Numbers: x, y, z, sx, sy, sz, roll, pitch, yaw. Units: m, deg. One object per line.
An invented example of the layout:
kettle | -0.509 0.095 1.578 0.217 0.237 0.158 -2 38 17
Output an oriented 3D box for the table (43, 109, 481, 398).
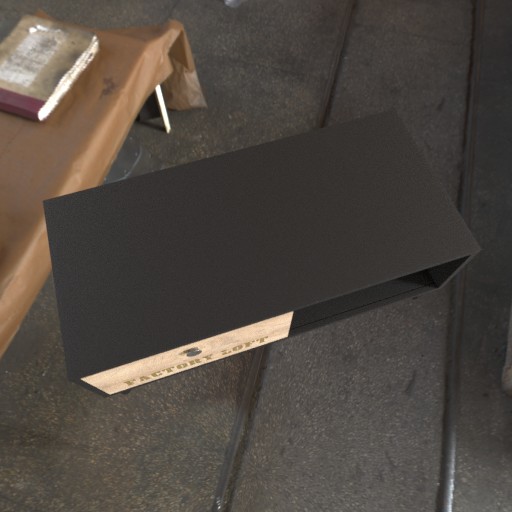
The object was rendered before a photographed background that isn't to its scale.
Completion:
table | 0.000 0.000 1.401 1.100 0.400 0.550 -16 65 -8
